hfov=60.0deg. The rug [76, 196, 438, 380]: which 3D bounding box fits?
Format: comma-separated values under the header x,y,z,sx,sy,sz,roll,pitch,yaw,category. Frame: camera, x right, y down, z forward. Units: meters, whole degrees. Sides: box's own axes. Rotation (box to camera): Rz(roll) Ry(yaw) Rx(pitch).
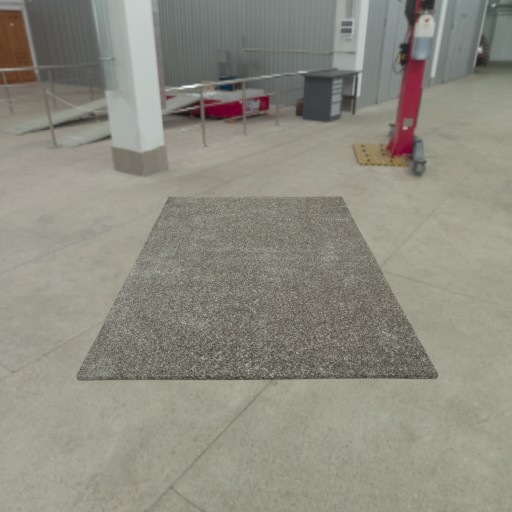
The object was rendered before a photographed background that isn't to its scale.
x,y,z,sx,sy,sz,roll,pitch,yaw,category
0.000,0.000,3.399,1.802,0.026,2.699,0,27,0,rug
